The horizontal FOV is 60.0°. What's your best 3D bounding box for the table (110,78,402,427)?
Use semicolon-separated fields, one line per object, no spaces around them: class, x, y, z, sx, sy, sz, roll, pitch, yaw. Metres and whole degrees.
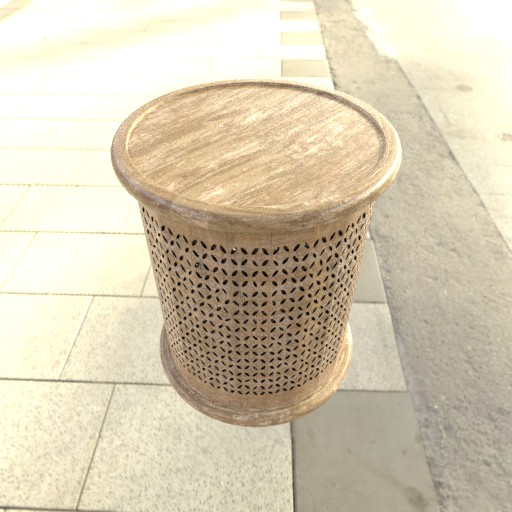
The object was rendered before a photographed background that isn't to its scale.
table;0.000;0.000;0.793;0.407;0.482;0.407;0;42;0
